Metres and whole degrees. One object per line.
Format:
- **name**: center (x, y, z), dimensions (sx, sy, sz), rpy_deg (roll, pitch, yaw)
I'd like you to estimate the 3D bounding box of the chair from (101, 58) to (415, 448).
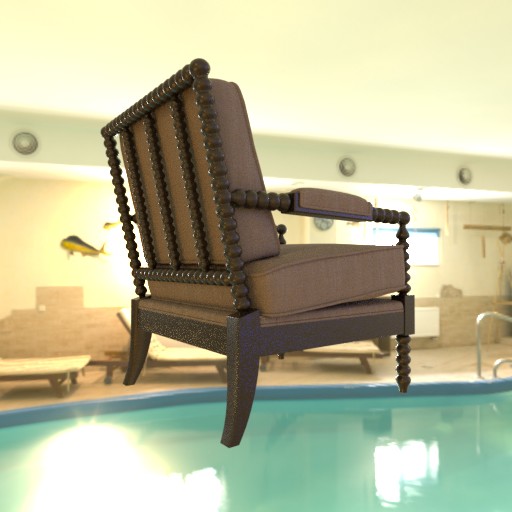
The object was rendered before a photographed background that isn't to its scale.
- **chair**: center (0.000, 0.000, 1.102), dimensions (0.622, 0.661, 0.540), rpy_deg (1, -1, -37)
